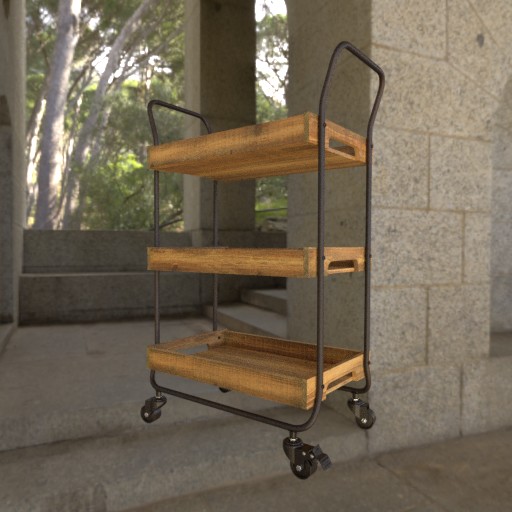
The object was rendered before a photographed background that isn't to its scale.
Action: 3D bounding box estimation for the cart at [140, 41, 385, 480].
[{"bbox_3d":[0.000,0.000,1.118,0.583,0.857,0.339,1,2,38],"label":"cart"}]
